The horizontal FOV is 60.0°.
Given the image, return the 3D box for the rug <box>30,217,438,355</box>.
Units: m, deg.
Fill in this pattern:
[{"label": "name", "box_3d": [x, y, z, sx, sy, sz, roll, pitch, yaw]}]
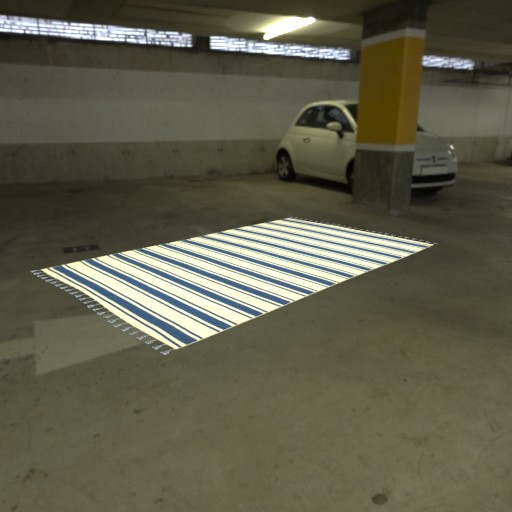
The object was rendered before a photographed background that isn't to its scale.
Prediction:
[{"label": "rug", "box_3d": [0.000, 0.000, 2.592, 2.108, 0.009, 1.248, -15, 22, -42]}]
